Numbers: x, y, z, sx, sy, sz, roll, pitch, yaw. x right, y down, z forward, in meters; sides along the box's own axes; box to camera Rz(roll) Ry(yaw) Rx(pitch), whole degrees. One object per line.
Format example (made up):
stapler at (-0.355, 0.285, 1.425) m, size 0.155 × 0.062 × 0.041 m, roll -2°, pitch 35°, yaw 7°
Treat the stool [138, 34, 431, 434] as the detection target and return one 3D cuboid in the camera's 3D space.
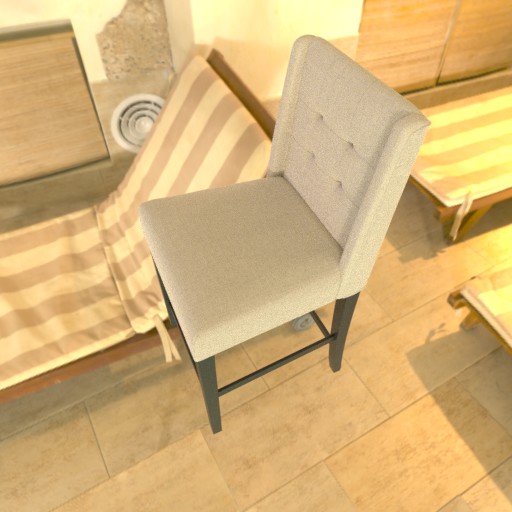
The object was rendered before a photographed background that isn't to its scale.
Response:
stool at (0.000, 0.000, 1.194) m, size 0.509 × 0.939 × 0.474 m, roll -19°, pitch 50°, yaw -16°
